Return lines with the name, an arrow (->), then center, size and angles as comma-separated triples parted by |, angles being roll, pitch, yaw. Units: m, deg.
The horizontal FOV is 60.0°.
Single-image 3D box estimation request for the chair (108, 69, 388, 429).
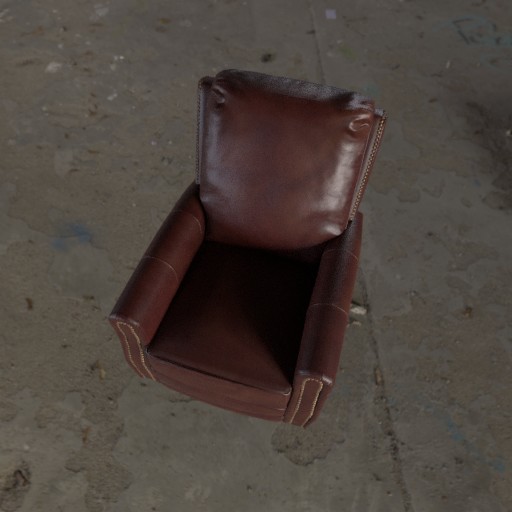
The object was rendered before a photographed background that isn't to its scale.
chair -> 0.000, 0.000, 1.819 | 0.826, 1.022, 1.089 | 15, 59, 9
